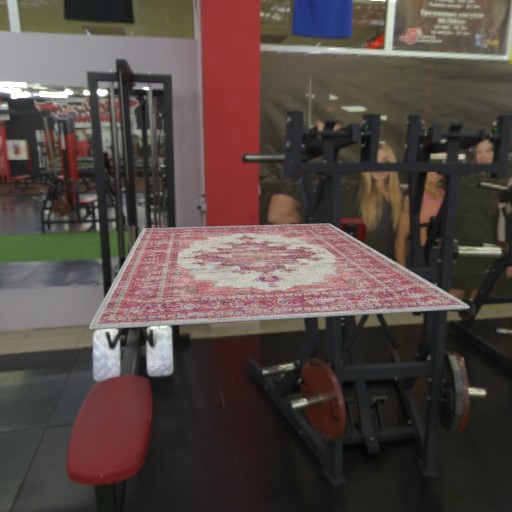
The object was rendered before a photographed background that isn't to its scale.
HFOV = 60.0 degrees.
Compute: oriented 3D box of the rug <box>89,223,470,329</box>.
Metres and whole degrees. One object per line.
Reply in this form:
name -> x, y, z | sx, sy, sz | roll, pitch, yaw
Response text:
rug -> 0.000, 0.000, 4.274 | 2.447, 0.017, 3.123 | -2, 15, -8
